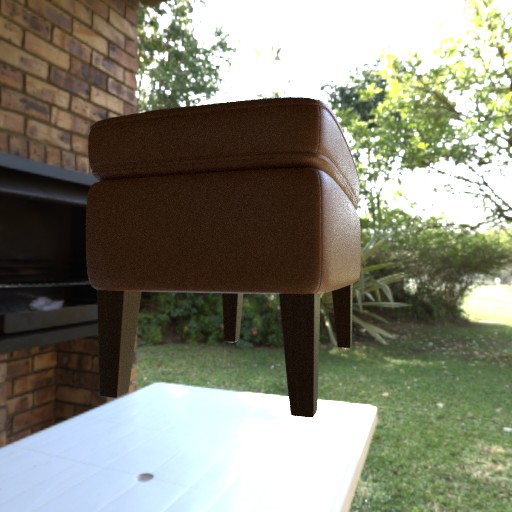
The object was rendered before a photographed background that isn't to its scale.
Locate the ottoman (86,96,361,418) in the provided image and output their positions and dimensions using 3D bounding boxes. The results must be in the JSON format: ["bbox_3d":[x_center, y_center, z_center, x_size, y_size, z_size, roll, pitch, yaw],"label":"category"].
[{"bbox_3d":[0.000,0.000,0.963,0.420,0.480,0.670,0,-1,17],"label":"ottoman"}]
